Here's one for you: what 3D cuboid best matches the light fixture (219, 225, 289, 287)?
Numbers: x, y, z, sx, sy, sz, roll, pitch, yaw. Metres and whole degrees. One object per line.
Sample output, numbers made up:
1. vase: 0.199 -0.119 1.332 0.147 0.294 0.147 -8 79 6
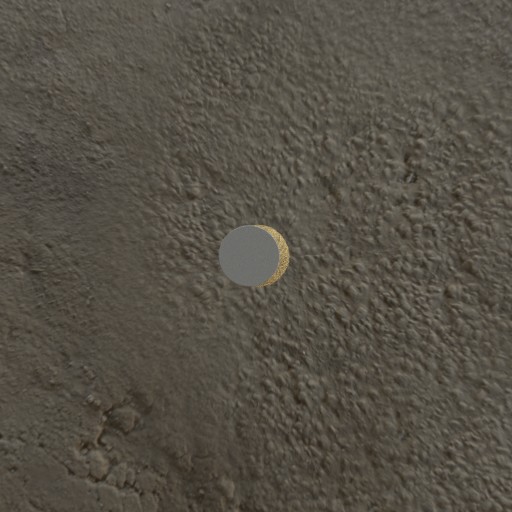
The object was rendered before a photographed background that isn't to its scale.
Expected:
1. light fixture: 0.000 0.000 2.130 0.406 1.955 0.407 0 90 1
